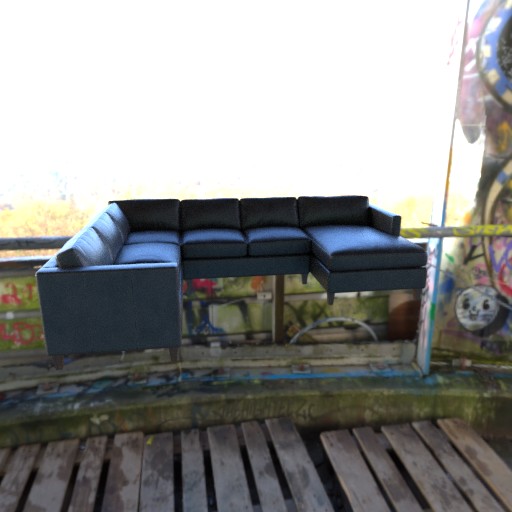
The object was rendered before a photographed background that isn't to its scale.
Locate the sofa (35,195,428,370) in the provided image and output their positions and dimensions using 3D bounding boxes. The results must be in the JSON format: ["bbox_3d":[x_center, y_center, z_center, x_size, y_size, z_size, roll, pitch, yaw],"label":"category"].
[{"bbox_3d":[0.000,0.000,4.394,3.324,0.891,2.452,-2,16,-8],"label":"sofa"}]
